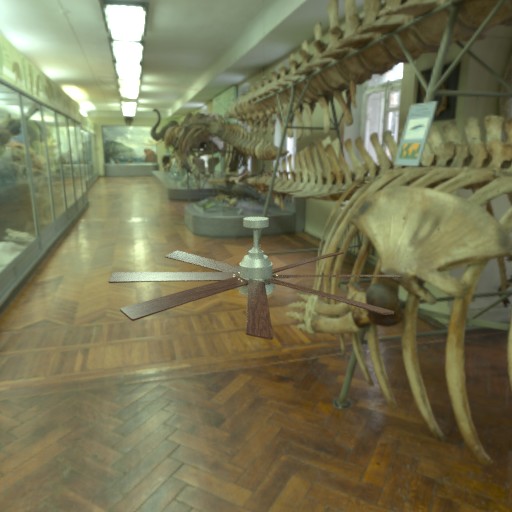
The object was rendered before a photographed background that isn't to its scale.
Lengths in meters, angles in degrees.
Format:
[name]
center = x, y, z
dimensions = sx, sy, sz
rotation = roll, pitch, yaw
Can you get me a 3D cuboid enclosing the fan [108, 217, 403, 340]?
[fan]
center = 0.000, 0.000, 2.771
dimensions = 1.830, 0.472, 1.830
rotation = 13, 19, 43
